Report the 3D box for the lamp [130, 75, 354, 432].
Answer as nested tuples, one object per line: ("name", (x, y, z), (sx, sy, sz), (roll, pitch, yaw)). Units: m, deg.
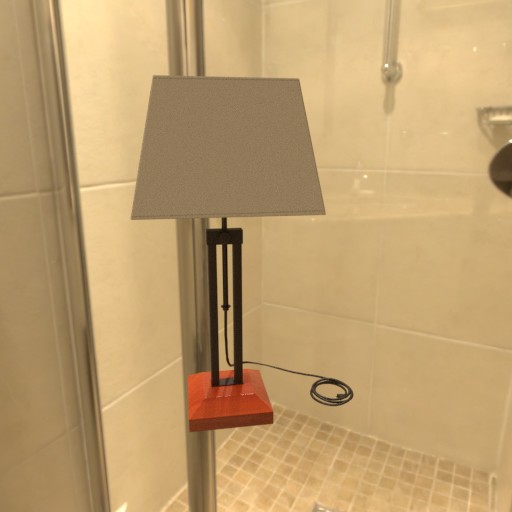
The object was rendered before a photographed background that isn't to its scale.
("lamp", (0.000, 0.000, 0.995), (0.498, 0.737, 0.310), (-2, 15, -8))
